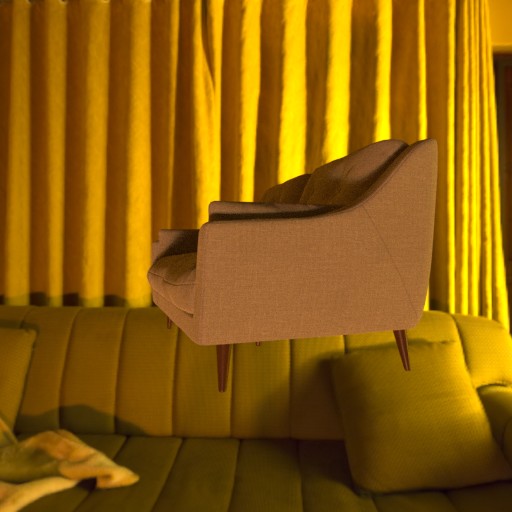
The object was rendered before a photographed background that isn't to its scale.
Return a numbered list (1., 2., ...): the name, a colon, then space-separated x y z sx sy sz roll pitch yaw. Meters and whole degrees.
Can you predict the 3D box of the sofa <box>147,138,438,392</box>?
1. sofa: 0.000 0.000 2.188 0.965 0.888 1.652 0 0 -18
